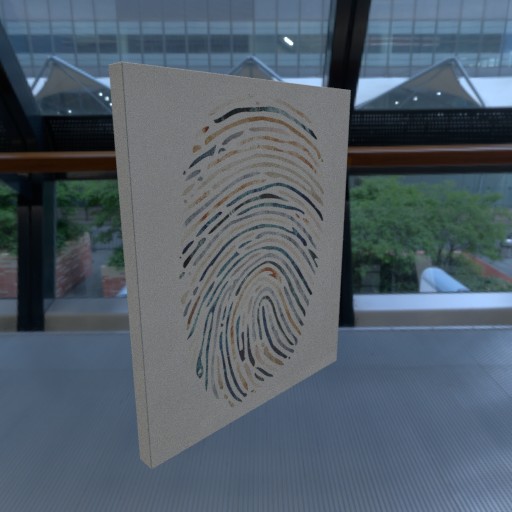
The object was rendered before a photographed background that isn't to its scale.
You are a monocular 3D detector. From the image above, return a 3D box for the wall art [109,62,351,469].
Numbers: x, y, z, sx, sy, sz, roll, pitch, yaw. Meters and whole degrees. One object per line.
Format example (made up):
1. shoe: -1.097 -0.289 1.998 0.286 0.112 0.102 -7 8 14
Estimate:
1. wall art: 0.000 0.000 0.817 0.037 0.606 0.508 15 21 43
